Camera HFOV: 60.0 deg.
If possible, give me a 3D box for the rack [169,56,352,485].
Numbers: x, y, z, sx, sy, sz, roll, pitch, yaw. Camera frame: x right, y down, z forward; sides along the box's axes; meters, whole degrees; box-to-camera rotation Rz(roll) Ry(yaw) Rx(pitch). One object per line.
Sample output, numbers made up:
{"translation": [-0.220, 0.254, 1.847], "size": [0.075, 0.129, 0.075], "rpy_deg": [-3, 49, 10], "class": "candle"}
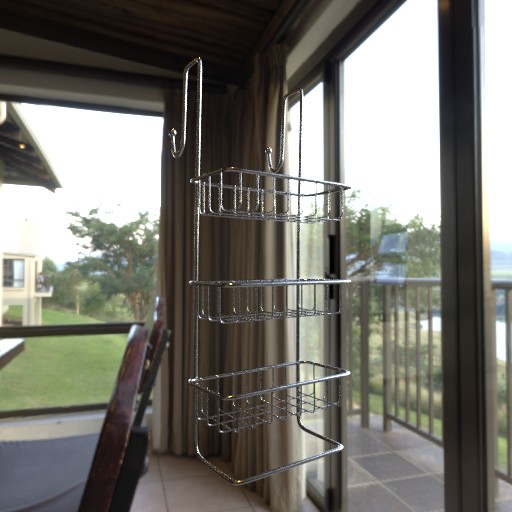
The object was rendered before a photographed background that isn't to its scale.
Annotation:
{"translation": [0.000, 0.000, 0.682], "size": [0.228, 0.574, 0.202], "rpy_deg": [1, -2, -35], "class": "rack"}
